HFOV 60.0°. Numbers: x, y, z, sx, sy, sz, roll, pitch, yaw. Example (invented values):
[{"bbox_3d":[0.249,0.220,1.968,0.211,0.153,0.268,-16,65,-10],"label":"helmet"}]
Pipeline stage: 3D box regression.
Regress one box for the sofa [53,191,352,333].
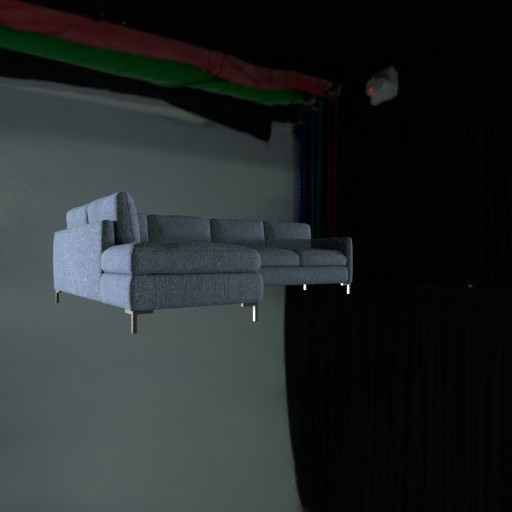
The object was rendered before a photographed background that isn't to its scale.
[{"bbox_3d":[0.000,0.000,3.856,2.949,0.815,2.007,0,-1,-35],"label":"sofa"}]
